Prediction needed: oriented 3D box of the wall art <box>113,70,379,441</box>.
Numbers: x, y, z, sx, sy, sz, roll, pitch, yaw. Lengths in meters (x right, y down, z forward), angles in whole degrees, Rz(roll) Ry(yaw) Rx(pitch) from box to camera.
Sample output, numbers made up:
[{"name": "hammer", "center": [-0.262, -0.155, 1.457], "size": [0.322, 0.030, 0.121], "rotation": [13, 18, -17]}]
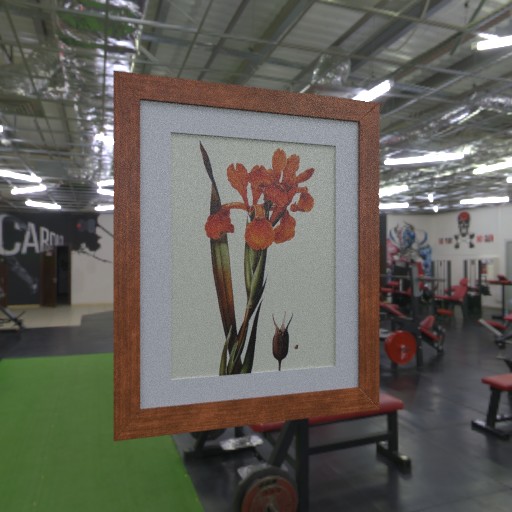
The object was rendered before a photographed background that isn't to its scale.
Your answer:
[{"name": "wall art", "center": [0.000, 0.000, 0.763], "size": [0.467, 0.567, 0.033], "rotation": [0, 0, -18]}]
